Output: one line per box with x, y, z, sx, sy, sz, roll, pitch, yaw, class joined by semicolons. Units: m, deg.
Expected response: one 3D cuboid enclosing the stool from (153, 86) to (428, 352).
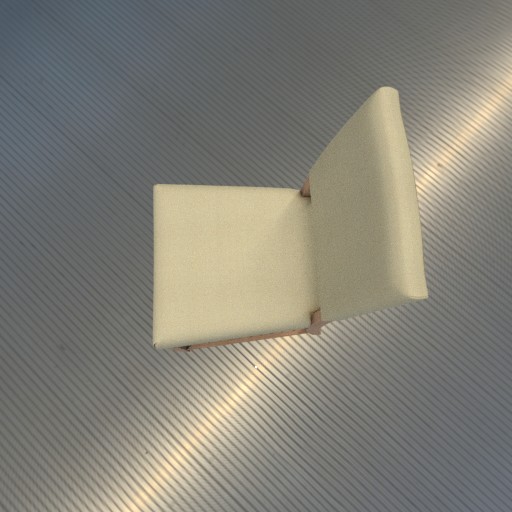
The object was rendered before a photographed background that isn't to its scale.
0.000;0.000;1.313;0.623;0.986;0.508;-3;76;-1;stool
